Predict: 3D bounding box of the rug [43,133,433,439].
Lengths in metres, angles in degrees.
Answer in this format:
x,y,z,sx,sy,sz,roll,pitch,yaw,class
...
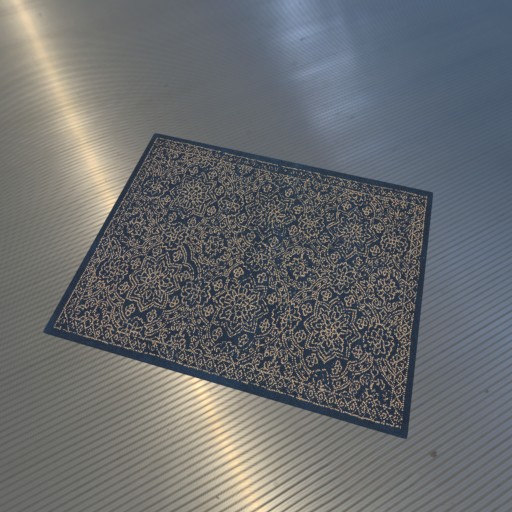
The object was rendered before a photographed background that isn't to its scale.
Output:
x,y,z,sx,sy,sz,roll,pitch,yaw,class
0.000,0.000,4.118,3.048,0.010,2.438,14,60,8,rug
